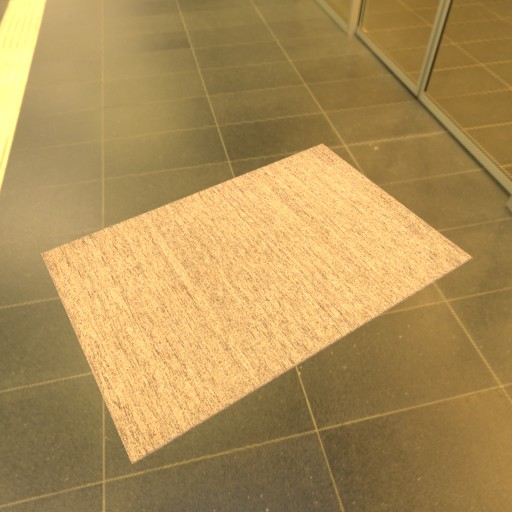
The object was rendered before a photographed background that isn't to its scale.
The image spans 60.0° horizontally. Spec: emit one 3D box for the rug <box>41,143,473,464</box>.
[{"bbox_3d":[0.000,0.000,2.270,1.840,0.013,1.225,-25,52,-21],"label":"rug"}]
